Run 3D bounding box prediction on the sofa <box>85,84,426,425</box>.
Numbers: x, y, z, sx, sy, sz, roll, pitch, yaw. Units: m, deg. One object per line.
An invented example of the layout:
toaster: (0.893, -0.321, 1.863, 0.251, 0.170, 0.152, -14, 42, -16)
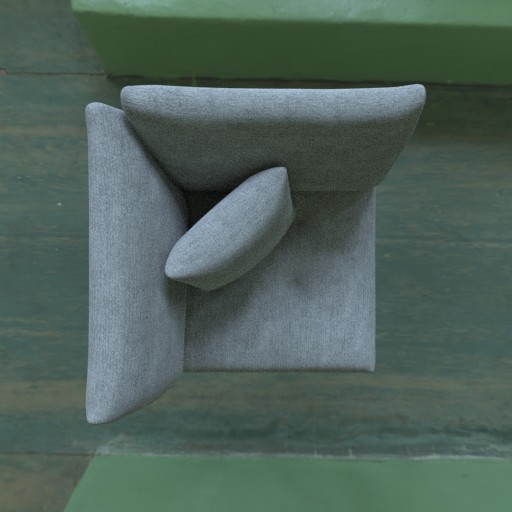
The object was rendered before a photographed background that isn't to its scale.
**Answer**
sofa: (0.000, 0.000, 1.657, 1.000, 0.820, 1.000, 0, 90, 0)
